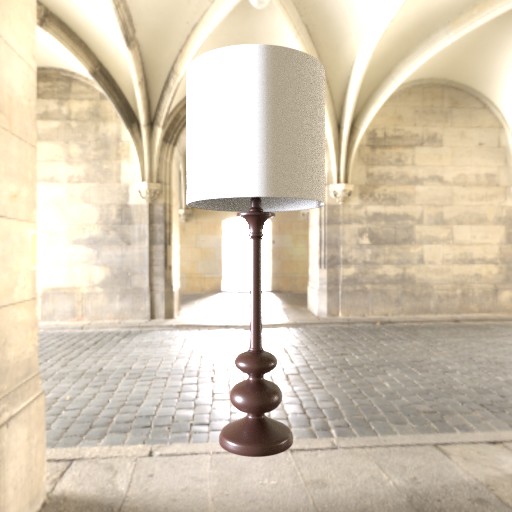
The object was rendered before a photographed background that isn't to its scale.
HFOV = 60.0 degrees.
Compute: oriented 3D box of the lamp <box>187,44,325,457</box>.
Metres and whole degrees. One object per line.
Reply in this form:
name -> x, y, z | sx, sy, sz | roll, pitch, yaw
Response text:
lamp -> 0.000, 0.000, 0.823 | 0.254, 0.690, 0.254 | 0, 0, 38
